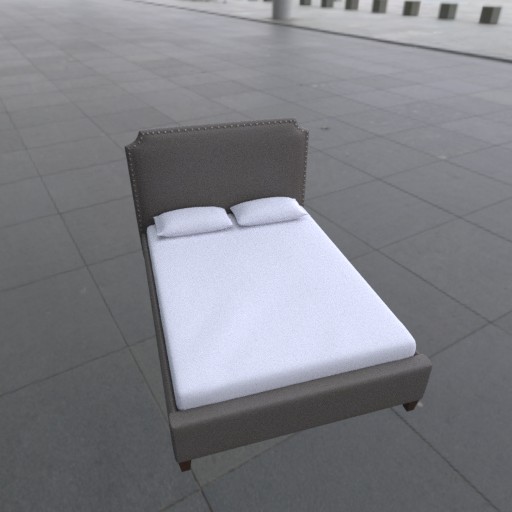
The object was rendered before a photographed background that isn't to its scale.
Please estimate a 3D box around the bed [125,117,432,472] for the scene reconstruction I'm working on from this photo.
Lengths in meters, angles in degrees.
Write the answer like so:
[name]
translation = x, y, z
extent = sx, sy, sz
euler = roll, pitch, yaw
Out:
[bed]
translation = 0.000, 0.000, 3.450
extent = 1.712, 1.443, 2.372
euler = -9, 34, -14
